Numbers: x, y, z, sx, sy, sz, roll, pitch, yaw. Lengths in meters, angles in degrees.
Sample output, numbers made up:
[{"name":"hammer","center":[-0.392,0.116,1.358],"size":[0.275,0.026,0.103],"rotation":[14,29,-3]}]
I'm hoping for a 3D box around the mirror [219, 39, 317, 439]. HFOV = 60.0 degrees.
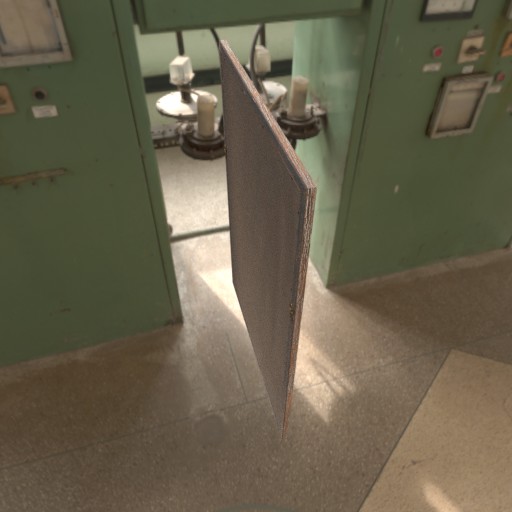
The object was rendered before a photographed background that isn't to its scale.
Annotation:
[{"name":"mirror","center":[0.000,0.000,1.325],"size":[0.025,0.996,0.705],"rotation":[-11,46,-11]}]
